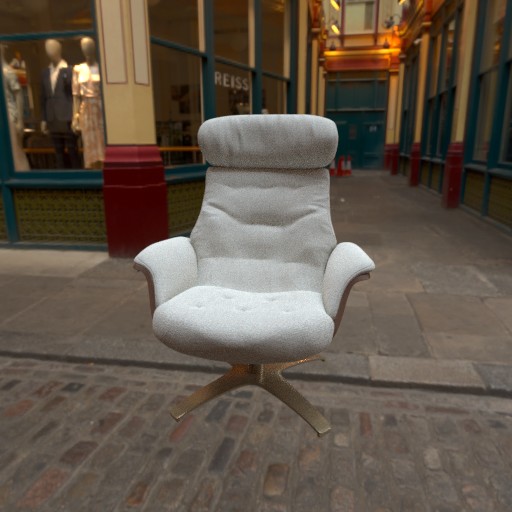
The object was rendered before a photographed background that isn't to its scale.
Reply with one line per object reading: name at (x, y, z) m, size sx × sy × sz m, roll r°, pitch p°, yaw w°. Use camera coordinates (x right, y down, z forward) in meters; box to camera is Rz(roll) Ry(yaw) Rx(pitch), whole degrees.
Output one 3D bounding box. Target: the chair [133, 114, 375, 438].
chair at (0.000, 0.000, 1.580) m, size 0.785 × 0.995 × 0.837 m, roll 2°, pitch 15°, yaw 9°
